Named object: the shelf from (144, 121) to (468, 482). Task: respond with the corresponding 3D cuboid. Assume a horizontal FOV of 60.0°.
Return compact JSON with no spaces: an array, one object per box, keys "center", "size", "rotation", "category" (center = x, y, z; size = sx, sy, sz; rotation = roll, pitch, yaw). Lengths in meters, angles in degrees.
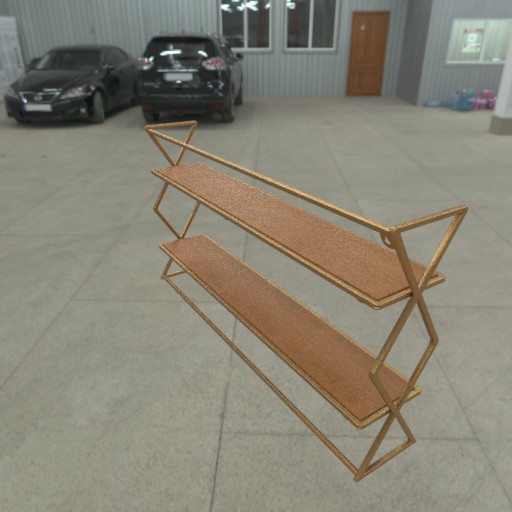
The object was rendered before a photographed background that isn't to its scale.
[{"center":[0.000,0.000,0.969],"size":[0.150,0.450,0.822],"rotation":[-16,31,-30],"category":"shelf"}]
